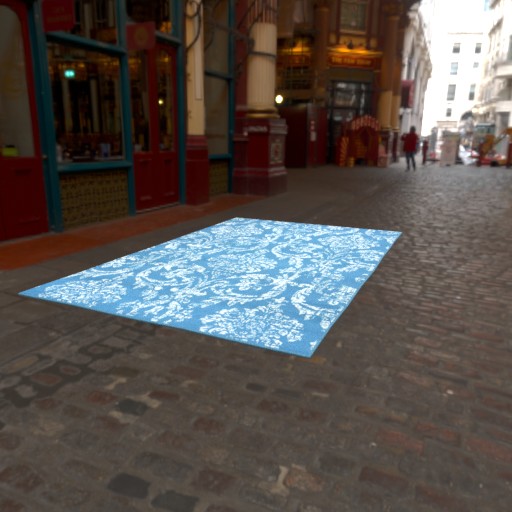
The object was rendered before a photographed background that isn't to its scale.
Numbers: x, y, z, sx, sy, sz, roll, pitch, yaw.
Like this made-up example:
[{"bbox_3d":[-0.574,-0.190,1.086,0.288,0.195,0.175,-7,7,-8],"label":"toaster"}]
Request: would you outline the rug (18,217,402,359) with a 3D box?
[{"bbox_3d":[0.000,0.000,2.297,1.211,0.012,1.833,7,17,24],"label":"rug"}]
